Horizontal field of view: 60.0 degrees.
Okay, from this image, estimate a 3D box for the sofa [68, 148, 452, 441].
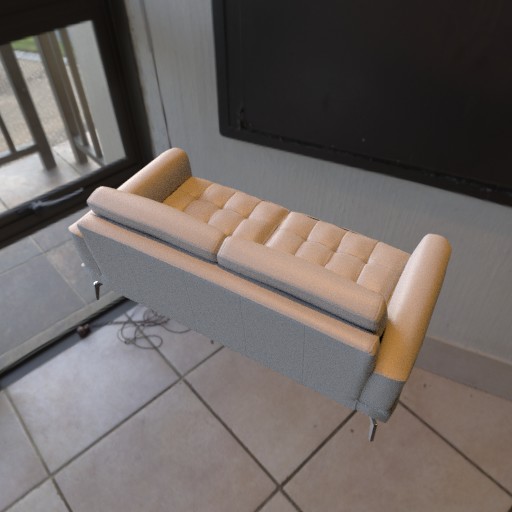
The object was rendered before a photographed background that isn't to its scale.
[{"bbox_3d":[0.000,0.000,2.809,2.177,0.930,1.121,22,50,20],"label":"sofa"}]
